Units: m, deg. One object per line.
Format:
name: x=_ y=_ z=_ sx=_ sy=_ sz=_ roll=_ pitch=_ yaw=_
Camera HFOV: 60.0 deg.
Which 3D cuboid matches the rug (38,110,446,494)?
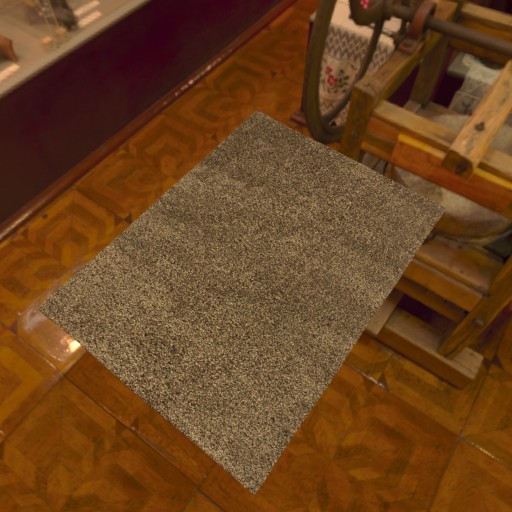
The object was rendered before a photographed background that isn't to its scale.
rug: x=0.000 y=0.000 z=2.096 sx=1.198 sy=0.025 sz=1.601 roll=33 pitch=64 yaw=18
